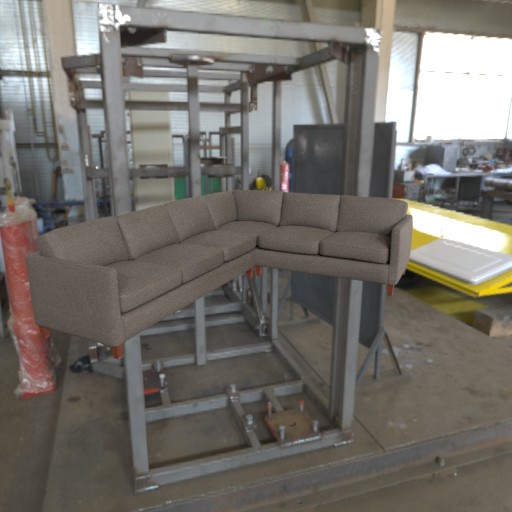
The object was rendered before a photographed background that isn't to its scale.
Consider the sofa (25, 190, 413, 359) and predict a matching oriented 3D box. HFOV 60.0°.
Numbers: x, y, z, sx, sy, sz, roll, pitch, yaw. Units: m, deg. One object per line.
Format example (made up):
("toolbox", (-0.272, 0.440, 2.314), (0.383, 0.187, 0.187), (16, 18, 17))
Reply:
("sofa", (0.000, 0.000, 4.455), (2.593, 0.947, 3.302), (8, 17, 26))
